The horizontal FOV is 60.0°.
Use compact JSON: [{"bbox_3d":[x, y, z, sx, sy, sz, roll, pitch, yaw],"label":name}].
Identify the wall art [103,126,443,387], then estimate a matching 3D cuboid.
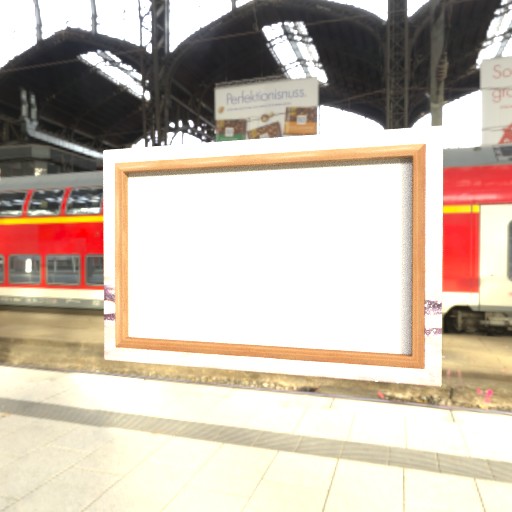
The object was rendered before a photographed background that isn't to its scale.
[{"bbox_3d":[0.000,0.000,1.177,0.913,0.609,0.038,0,1,16],"label":"wall art"}]
